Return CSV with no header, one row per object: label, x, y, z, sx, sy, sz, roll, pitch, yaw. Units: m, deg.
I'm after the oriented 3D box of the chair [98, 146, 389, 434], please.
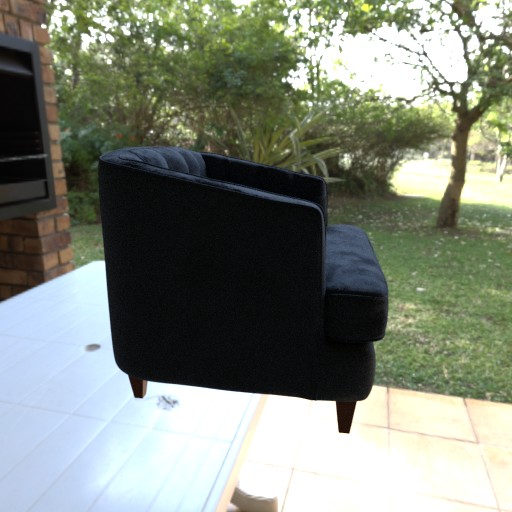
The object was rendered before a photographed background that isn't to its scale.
chair,0.000,0.000,1.780,0.940,0.852,1.094,2,15,9
